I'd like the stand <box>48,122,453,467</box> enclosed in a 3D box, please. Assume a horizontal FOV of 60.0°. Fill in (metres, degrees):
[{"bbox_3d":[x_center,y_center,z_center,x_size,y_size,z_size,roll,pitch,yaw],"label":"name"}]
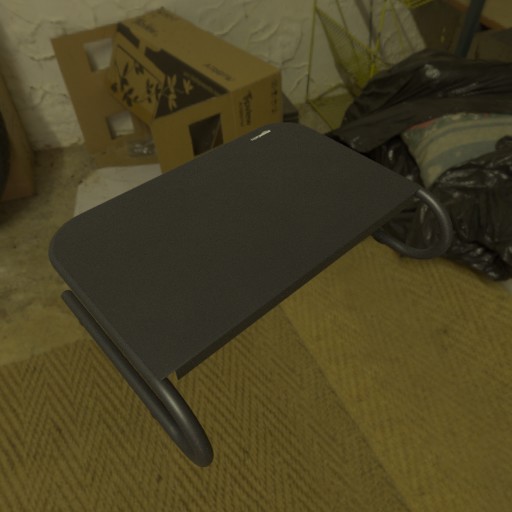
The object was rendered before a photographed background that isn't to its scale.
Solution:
[{"bbox_3d":[0.000,0.000,0.503,0.370,0.108,0.280,-34,55,-28],"label":"stand"}]
